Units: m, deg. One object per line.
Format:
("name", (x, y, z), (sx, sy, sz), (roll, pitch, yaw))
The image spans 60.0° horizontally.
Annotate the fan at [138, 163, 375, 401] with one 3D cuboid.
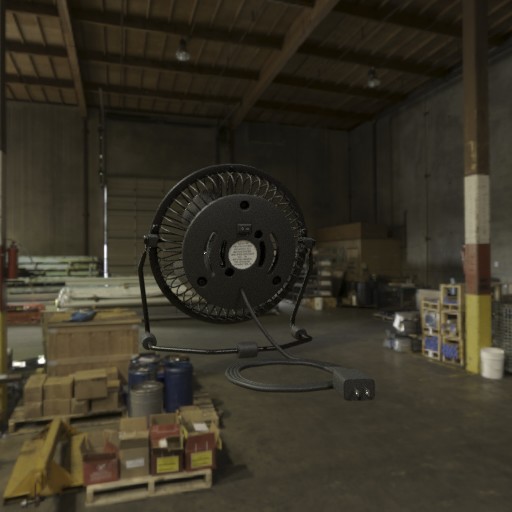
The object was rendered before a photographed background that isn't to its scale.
("fan", (0.000, 0.000, 0.311), (0.153, 0.152, 0.202), (0, -1, -18))
